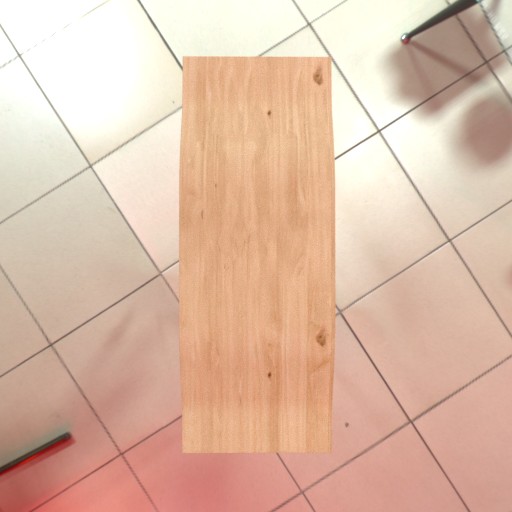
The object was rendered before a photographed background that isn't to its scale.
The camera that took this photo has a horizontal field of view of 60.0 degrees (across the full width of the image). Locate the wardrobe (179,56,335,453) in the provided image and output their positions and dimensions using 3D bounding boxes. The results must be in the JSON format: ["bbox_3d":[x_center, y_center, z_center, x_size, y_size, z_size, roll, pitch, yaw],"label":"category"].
[{"bbox_3d":[0.000,0.000,2.538,0.570,1.870,1.500,0,89,0],"label":"wardrobe"}]
